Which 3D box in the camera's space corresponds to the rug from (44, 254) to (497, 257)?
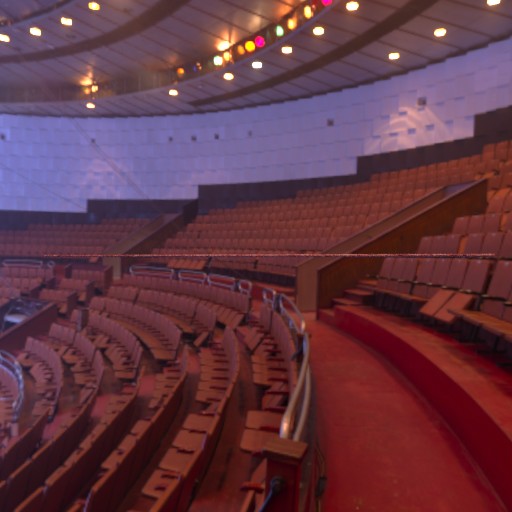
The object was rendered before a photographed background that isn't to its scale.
[{"bbox_3d":[0.000,0.000,2.653,2.435,0.011,0.750,0,0,17],"label":"rug"}]
